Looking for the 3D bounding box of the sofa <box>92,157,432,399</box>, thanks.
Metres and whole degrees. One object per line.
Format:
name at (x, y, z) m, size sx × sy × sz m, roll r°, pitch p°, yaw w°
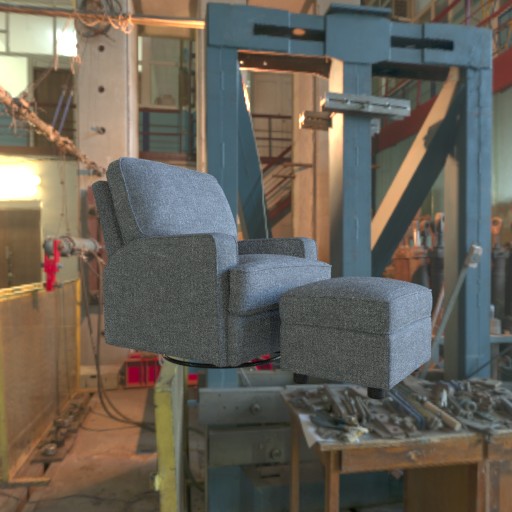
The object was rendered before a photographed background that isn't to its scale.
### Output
sofa at (0.000, 0.000, 2.076) m, size 1.472 × 0.959 × 0.861 m, roll 0°, pitch 1°, yaw 35°
